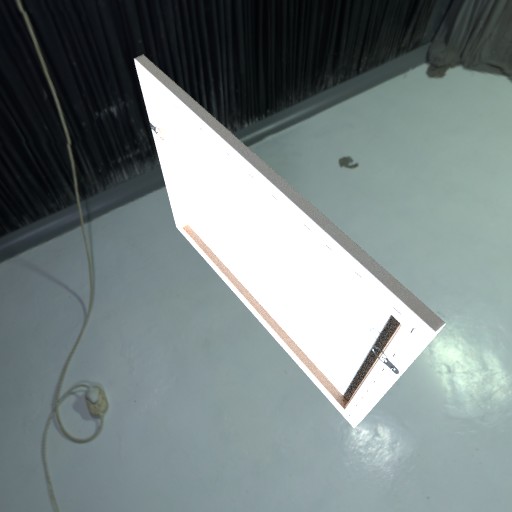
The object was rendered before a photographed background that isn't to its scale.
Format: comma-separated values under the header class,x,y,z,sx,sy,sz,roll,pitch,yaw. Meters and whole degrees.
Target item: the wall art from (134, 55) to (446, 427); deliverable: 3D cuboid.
class,x,y,z,sx,sy,sz,roll,pitch,yaw
wall art,0.000,0.000,1.563,0.042,0.912,1.219,-34,63,-20
